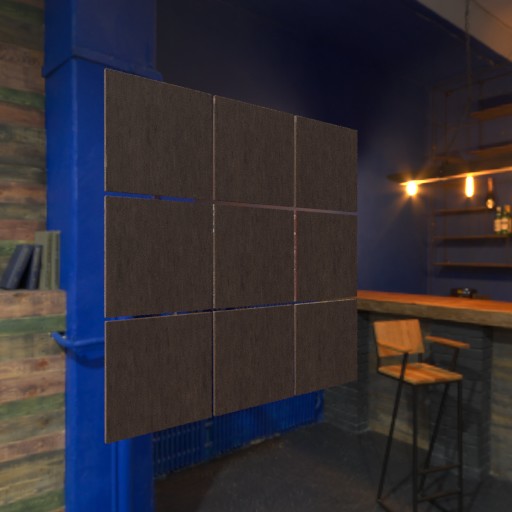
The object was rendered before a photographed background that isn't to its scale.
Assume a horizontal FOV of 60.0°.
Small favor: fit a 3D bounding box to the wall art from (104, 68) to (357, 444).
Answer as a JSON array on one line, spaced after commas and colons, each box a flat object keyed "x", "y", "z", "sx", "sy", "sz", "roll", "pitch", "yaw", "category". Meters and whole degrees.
[{"x": 0.000, "y": 0.000, "z": 1.797, "sx": 1.215, "sy": 1.213, "sz": 0.013, "roll": 0, "pitch": 0, "yaw": -37, "category": "wall art"}]
